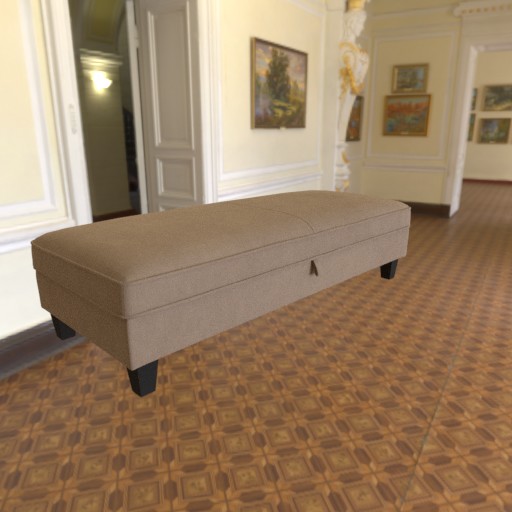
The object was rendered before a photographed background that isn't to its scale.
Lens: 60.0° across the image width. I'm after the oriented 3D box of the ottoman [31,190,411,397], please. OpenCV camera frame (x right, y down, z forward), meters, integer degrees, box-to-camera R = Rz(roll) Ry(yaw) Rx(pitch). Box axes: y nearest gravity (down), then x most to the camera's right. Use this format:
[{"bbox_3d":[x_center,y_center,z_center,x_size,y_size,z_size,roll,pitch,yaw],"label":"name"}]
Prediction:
[{"bbox_3d":[0.000,0.000,2.041,0.735,0.460,1.726,15,22,42],"label":"ottoman"}]
